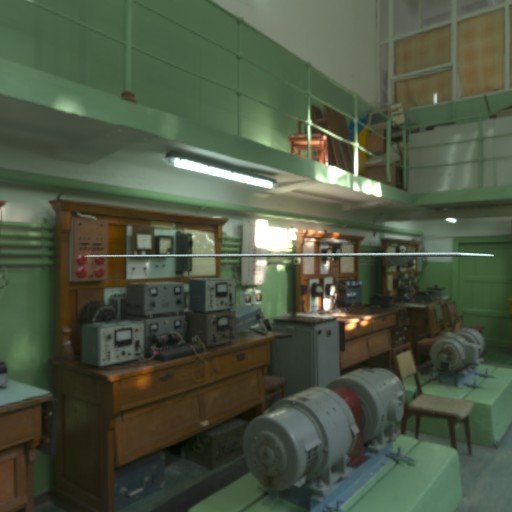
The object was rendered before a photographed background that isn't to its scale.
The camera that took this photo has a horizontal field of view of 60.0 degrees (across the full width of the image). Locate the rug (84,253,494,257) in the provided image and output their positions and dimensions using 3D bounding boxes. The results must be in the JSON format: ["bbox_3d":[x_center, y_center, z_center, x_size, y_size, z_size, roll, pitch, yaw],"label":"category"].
[{"bbox_3d":[0.000,0.000,2.398,2.196,0.011,0.662,0,0,36],"label":"rug"}]
